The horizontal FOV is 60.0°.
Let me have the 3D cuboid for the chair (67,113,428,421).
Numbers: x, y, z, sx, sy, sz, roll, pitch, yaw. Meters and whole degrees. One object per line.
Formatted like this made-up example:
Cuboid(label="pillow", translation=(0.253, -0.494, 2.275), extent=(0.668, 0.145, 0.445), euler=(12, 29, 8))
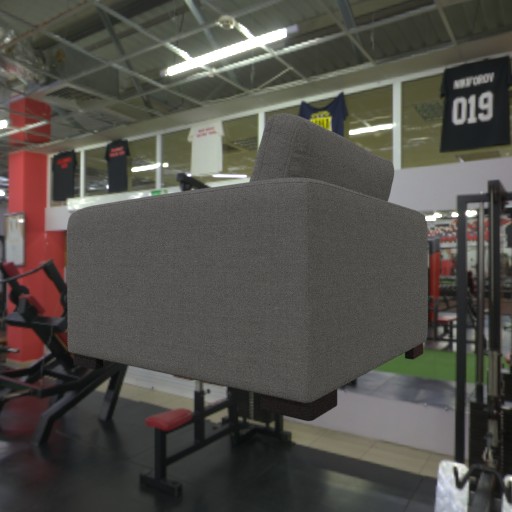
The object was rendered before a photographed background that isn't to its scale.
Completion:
Cuboid(label="chair", translation=(0.000, 0.000, 1.836), extent=(1.100, 0.847, 1.070), euler=(0, -1, 36))
